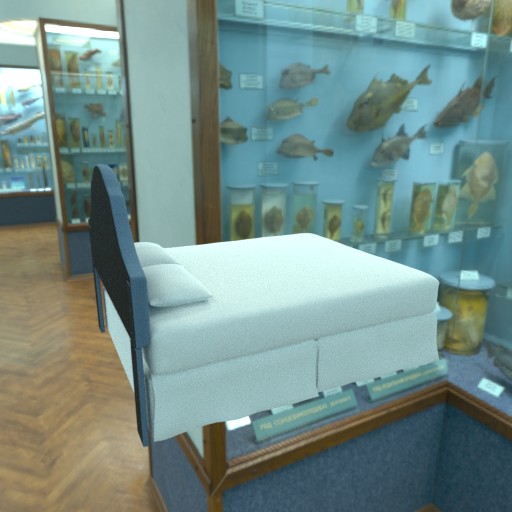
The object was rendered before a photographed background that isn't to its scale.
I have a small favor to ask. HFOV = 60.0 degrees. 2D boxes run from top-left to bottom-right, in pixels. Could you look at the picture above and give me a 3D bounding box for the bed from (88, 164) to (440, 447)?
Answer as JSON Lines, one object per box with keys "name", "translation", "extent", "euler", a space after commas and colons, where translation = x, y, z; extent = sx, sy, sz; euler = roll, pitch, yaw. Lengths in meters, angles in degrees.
{"name": "bed", "translation": [0.000, 0.000, 3.824], "extent": [2.477, 1.617, 2.039], "euler": [-7, 17, -25]}
